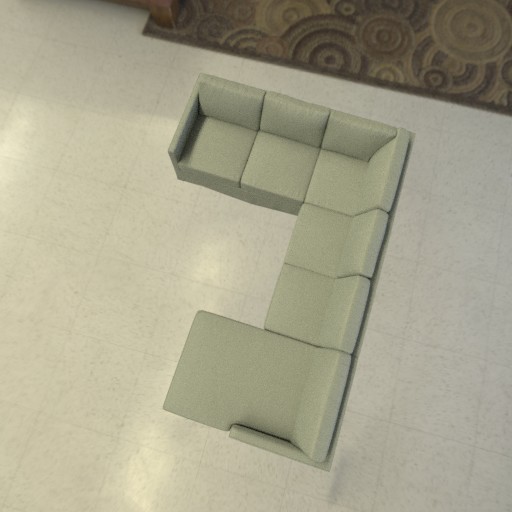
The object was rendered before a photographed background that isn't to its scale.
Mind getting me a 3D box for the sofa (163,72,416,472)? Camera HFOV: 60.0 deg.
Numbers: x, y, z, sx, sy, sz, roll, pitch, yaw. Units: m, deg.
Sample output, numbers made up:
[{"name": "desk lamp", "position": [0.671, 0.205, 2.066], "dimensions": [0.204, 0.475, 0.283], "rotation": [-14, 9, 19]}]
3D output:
[{"name": "sofa", "position": [0.000, 0.000, 4.551], "dimensions": [2.427, 0.882, 3.460], "rotation": [17, 75, 5]}]
